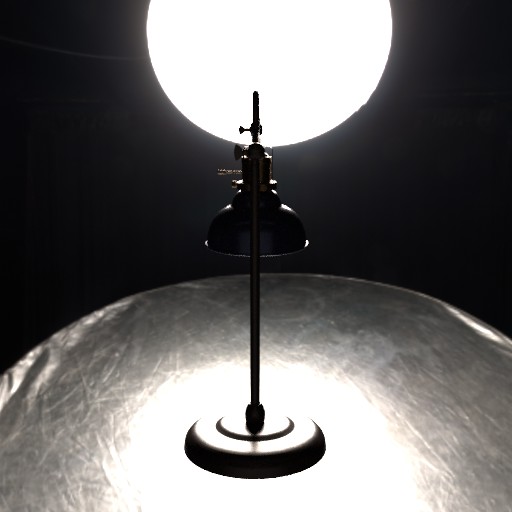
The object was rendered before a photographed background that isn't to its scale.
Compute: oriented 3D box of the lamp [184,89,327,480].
[{"bbox_3d":[0.000,0.000,0.691,0.192,0.508,0.374,0,1,1],"label":"lamp"}]
